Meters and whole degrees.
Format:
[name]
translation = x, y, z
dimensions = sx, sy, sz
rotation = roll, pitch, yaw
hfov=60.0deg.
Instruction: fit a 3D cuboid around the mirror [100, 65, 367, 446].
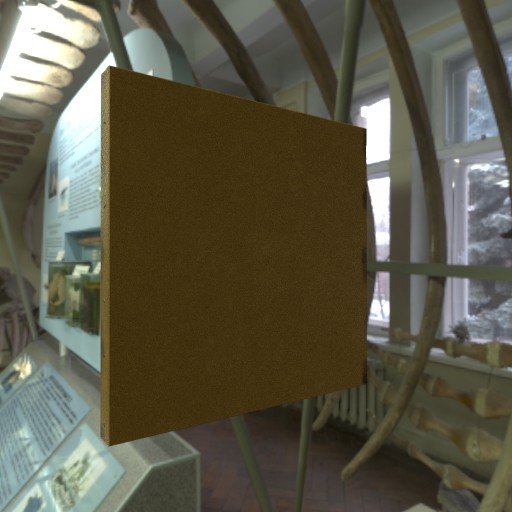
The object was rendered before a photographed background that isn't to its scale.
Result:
[mirror]
translation = 0.000, 0.000, 0.752
dimensions = 0.509, 0.507, 0.042
rotation = 0, 0, -35
